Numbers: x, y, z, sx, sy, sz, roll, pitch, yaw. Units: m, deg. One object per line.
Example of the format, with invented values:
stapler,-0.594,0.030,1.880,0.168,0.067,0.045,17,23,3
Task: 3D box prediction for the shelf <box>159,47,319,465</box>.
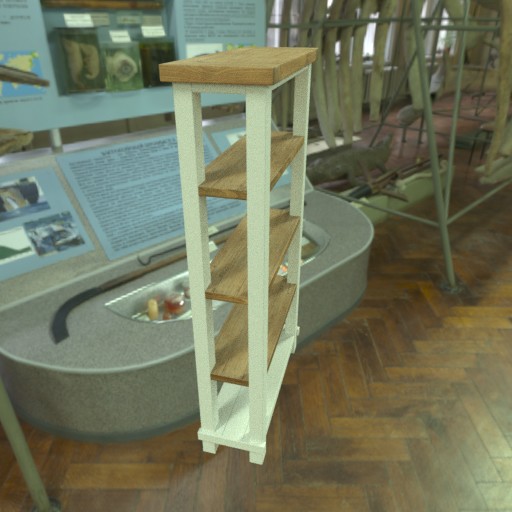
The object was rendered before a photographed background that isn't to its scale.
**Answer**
shelf,0.000,0.000,2.263,0.381,1.878,1.022,7,29,13
